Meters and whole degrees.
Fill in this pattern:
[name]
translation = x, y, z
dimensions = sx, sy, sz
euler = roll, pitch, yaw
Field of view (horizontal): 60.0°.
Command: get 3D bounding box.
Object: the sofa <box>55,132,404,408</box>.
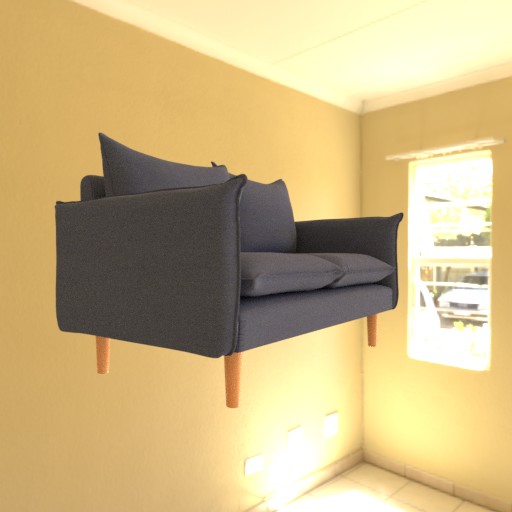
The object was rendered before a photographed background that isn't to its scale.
[sofa]
translation = 0.000, 0.000, 1.815
dimensions = 0.820, 0.840, 1.300
euler = 0, 0, 36
